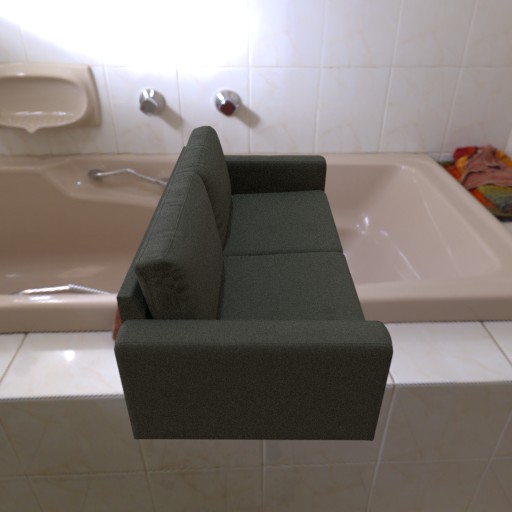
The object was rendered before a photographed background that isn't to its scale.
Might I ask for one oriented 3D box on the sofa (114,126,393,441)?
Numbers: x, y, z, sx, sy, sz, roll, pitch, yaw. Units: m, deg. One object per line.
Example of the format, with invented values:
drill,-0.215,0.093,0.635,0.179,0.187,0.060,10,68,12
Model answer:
sofa,0.000,0.000,2.207,0.889,0.897,1.730,0,32,0
